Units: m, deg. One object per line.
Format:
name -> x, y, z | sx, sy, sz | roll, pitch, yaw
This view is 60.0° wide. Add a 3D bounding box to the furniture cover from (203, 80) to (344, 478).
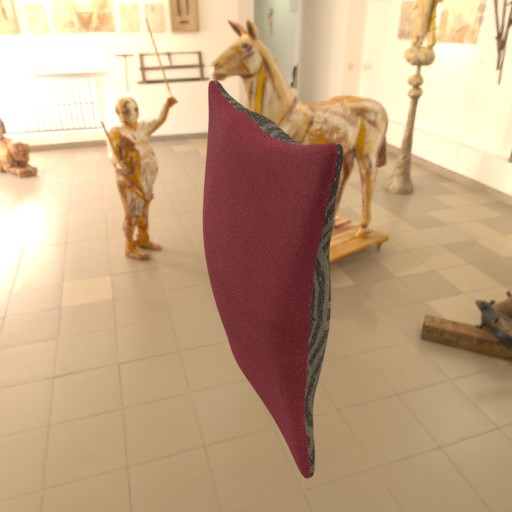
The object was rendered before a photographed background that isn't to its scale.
furniture cover -> 0.000, 0.000, 0.767 | 0.163, 0.513, 0.514 | -9, 30, -16
